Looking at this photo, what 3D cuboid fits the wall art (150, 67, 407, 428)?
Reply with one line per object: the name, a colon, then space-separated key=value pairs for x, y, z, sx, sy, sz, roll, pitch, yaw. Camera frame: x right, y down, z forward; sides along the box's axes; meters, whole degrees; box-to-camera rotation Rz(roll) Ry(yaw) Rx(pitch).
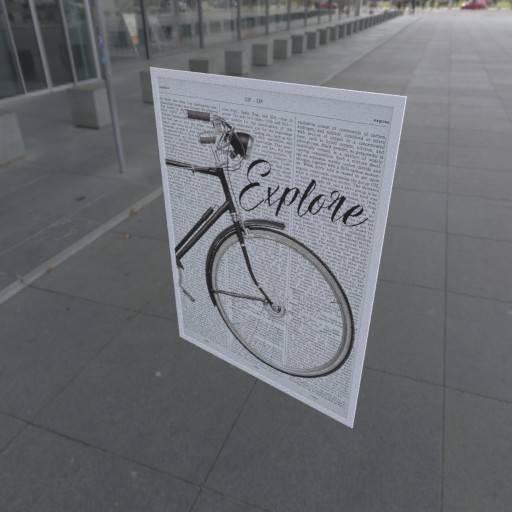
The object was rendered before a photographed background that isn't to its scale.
wall art: x=0.000 y=0.000 z=0.815 sx=0.457 sy=0.610 sz=0.003 roll=20 pitch=36 yaw=30
